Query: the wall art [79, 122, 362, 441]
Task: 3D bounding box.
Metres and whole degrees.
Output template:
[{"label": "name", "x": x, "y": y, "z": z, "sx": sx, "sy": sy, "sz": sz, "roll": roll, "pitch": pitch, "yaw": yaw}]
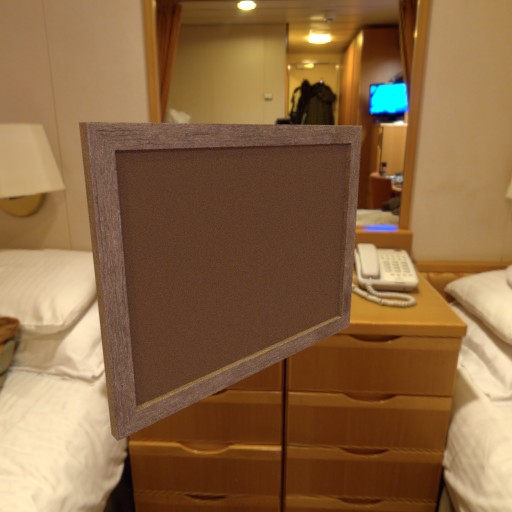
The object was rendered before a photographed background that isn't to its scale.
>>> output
[{"label": "wall art", "x": 0.000, "y": 0.000, "z": 0.940, "sx": 0.690, "sy": 0.535, "sz": 0.026, "roll": -14, "pitch": 21, "yaw": -41}]
